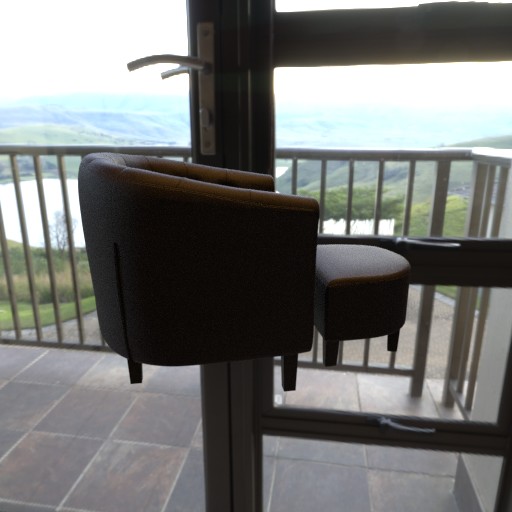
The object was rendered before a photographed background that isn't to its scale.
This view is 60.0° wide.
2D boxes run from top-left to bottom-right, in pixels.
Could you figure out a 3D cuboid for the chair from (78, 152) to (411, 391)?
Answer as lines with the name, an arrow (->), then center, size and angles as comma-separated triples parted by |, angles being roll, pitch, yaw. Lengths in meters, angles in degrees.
chair -> 0.000, 0.000, 1.657 | 1.191, 0.760, 0.763 | -3, 16, -9
